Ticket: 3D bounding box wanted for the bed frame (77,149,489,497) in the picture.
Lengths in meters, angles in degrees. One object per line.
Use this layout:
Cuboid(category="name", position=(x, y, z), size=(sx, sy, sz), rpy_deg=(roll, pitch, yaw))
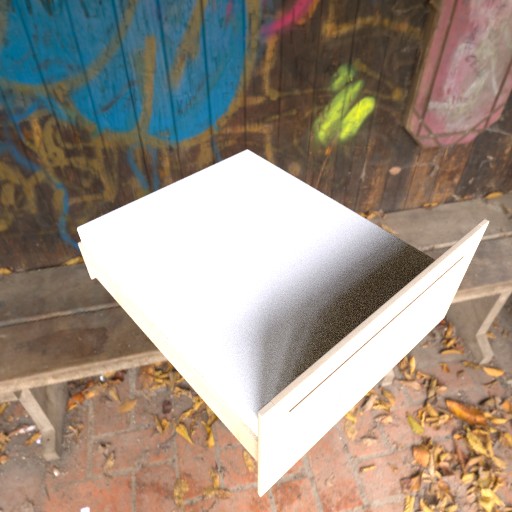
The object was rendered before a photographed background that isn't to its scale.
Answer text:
Cuboid(category="bed frame", position=(0.000, 0.000, 3.027), size=(1.800, 0.900, 2.080), rpy_deg=(-32, 52, -29))
